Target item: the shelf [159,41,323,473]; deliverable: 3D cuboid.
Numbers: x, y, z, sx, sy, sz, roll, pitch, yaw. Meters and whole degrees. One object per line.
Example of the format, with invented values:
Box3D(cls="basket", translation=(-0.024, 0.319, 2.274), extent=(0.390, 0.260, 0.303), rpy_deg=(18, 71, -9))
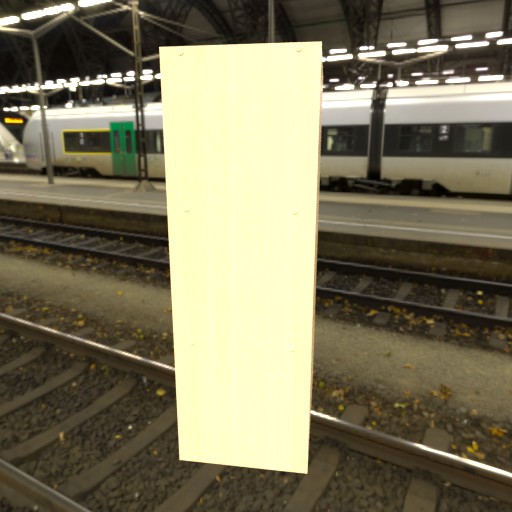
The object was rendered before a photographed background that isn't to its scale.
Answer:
Box3D(cls="shelf", translation=(0.000, 0.000, 1.091), extent=(0.292, 0.876, 0.417), rpy_deg=(2, 14, 8))
